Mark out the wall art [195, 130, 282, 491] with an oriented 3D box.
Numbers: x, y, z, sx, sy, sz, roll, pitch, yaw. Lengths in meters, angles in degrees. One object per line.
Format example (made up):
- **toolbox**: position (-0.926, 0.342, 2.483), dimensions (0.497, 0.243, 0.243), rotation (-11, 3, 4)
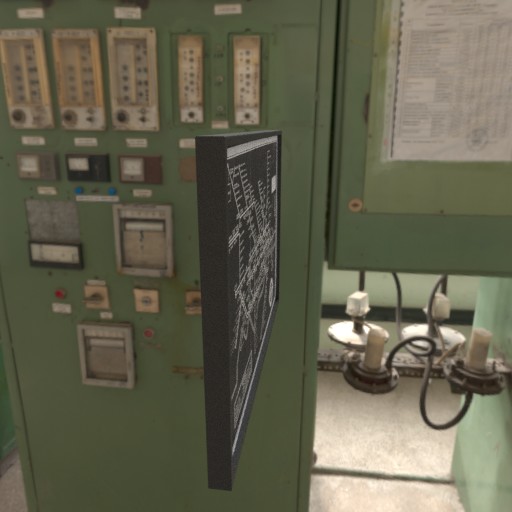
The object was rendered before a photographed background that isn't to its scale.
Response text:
- **wall art**: position (0.000, 0.000, 0.559), dimensions (0.021, 0.301, 0.443), rotation (2, 17, 8)
